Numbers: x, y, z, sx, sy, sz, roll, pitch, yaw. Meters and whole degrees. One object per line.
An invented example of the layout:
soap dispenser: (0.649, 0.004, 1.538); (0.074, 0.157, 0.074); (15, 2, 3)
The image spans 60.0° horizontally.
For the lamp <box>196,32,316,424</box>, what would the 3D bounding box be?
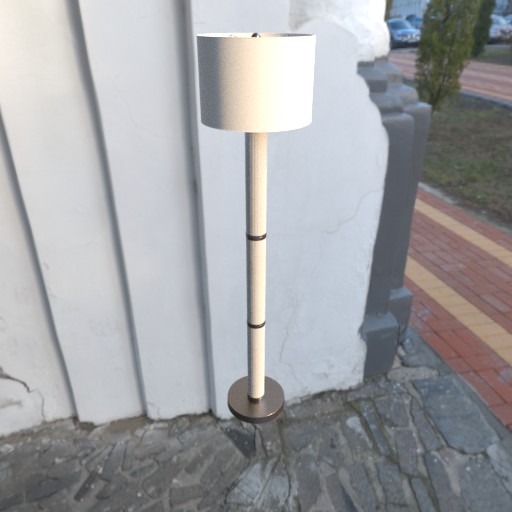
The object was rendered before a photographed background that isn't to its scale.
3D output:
lamp: (0.000, 0.000, 1.776); (0.377, 1.599, 0.377); (1, 28, 2)
